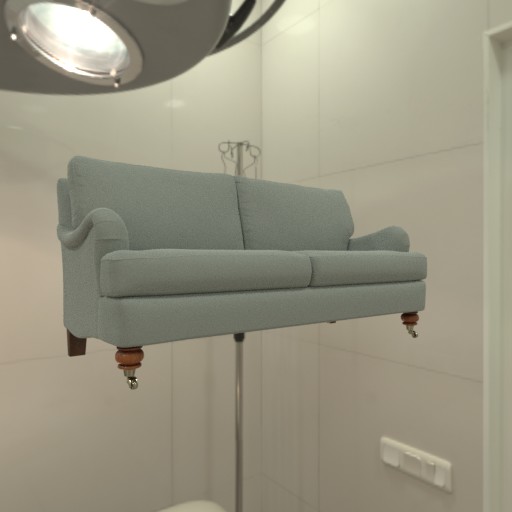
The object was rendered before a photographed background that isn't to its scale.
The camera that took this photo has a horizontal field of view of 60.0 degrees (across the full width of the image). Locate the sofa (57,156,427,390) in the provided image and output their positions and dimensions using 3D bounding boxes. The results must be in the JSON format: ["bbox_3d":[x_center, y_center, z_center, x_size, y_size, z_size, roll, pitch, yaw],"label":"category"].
[{"bbox_3d":[0.000,0.000,2.777,2.193,1.096,1.069,0,0,-36],"label":"sofa"}]
